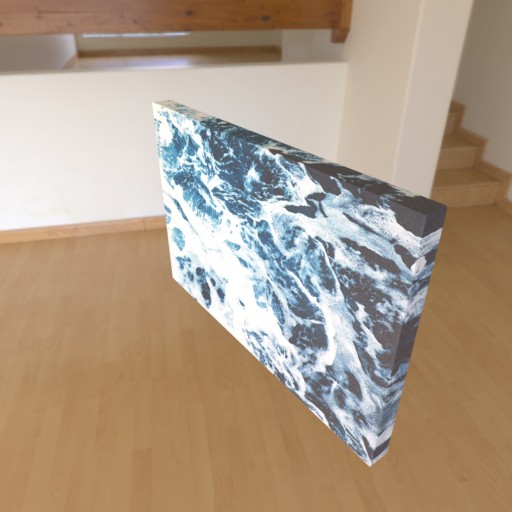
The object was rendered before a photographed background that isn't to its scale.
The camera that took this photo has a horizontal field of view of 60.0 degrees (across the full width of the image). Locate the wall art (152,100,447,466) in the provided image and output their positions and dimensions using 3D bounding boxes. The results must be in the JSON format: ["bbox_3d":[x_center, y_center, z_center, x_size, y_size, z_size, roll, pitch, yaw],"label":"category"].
[{"bbox_3d":[0.000,0.000,0.756,0.043,0.407,0.609,-21,37,-31],"label":"wall art"}]
